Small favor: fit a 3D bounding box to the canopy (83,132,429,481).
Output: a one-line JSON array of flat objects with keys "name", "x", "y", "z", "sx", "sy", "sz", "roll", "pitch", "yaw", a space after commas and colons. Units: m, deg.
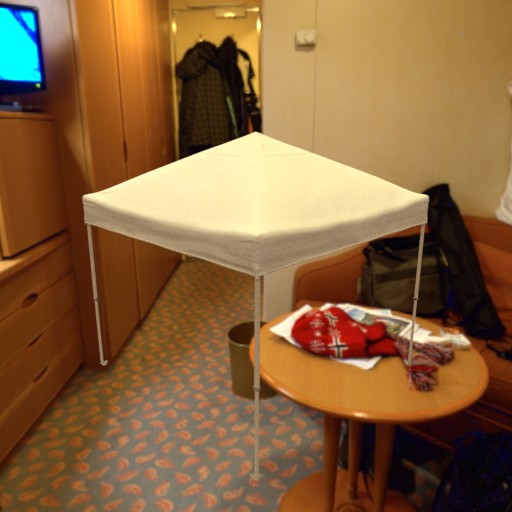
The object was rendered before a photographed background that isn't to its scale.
[{"name": "canopy", "x": 0.000, "y": 0.000, "z": 5.561, "sx": 2.998, "sy": 2.997, "sz": 2.996, "roll": 15, "pitch": 22, "yaw": 43}]
